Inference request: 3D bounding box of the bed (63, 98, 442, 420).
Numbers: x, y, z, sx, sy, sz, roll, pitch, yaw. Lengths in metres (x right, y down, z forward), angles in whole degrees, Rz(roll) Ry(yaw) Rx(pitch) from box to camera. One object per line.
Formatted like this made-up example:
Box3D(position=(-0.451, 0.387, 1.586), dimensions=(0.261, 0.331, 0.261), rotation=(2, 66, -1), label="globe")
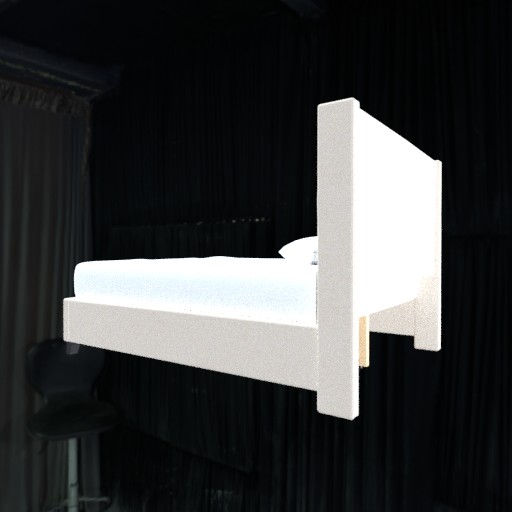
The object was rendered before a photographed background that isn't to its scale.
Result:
Box3D(position=(0.000, 0.000, 3.382), dimensions=(2.293, 1.471, 1.778), rotation=(0, 1, 35), label="bed")
